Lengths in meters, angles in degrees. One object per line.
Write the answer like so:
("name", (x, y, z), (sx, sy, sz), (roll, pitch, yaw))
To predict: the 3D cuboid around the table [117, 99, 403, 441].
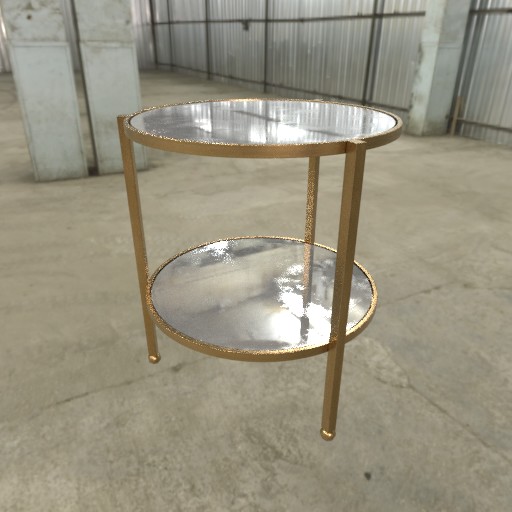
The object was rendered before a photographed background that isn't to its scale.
("table", (0.000, 0.000, 0.441), (0.243, 0.269, 0.231), (0, 26, 0))
